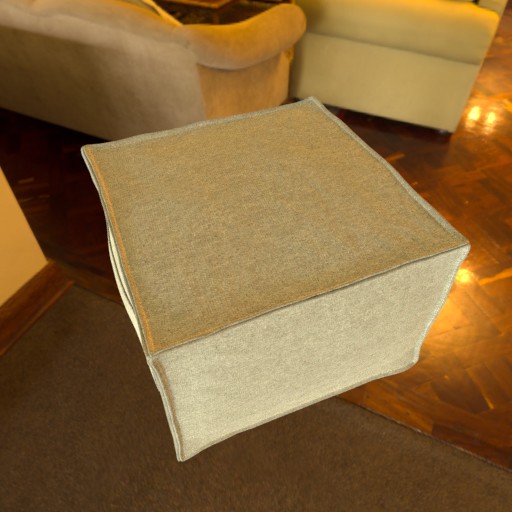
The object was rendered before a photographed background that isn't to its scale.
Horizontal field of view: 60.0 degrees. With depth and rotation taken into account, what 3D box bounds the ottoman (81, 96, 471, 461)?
[{"bbox_3d":[0.000,0.000,1.154,0.696,0.470,0.707,-17,49,-16],"label":"ottoman"}]
